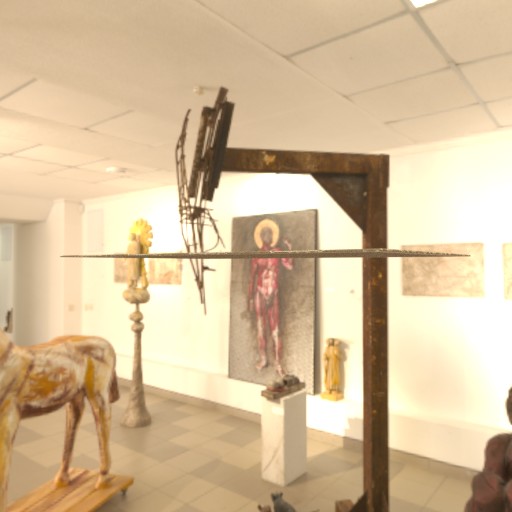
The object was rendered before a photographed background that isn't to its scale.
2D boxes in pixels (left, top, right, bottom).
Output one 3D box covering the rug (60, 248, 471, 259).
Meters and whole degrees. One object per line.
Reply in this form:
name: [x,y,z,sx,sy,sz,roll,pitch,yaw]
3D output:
rug: [0.000,0.000,3.114,2.457,0.012,1.541,-1,-1,38]
